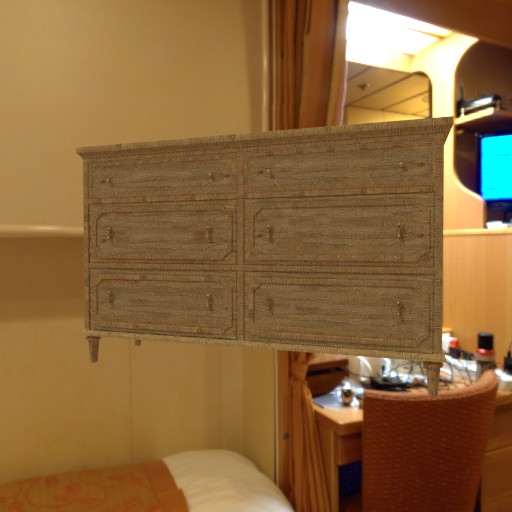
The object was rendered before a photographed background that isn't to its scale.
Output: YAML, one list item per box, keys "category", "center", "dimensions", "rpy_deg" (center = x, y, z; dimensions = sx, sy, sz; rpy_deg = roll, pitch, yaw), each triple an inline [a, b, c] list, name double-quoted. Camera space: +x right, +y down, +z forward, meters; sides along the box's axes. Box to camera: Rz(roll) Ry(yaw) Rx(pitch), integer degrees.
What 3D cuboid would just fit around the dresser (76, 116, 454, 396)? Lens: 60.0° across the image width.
- category: "dresser"
  center: [0.000, 0.000, 2.054]
  dimensions: [1.626, 1.016, 0.457]
  rpy_deg: [0, 1, 18]
